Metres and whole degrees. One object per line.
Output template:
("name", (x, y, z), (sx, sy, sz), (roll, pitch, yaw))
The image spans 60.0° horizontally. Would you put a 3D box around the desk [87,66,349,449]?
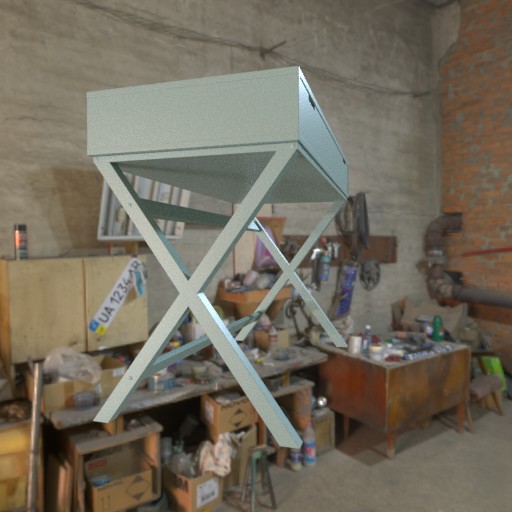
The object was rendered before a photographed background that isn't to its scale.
("desk", (0.000, 0.000, 1.474), (0.509, 0.780, 1.059), (0, 1, 17))
